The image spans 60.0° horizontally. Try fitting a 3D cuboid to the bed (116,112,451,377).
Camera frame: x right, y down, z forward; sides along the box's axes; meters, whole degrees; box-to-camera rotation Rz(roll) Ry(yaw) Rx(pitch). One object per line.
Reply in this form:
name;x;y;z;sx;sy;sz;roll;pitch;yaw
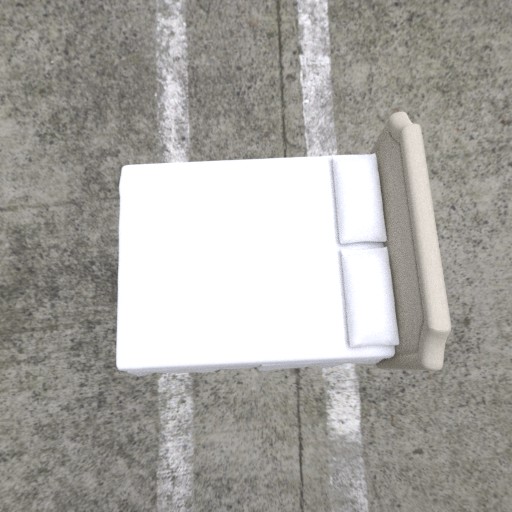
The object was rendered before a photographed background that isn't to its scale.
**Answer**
bed;0.000;0.000;3.187;2.116;1.290;1.693;-3;76;-1
